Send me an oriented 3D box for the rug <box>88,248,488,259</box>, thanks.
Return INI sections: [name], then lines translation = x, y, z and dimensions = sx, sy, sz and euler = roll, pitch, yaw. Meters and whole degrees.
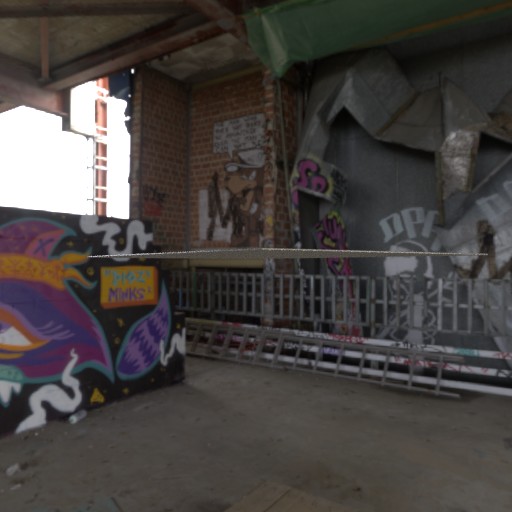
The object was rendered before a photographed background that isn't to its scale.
[rug]
translation = 0.000, 0.000, 3.750
dimensions = 2.005, 0.013, 2.890
euler = 1, -1, -35
